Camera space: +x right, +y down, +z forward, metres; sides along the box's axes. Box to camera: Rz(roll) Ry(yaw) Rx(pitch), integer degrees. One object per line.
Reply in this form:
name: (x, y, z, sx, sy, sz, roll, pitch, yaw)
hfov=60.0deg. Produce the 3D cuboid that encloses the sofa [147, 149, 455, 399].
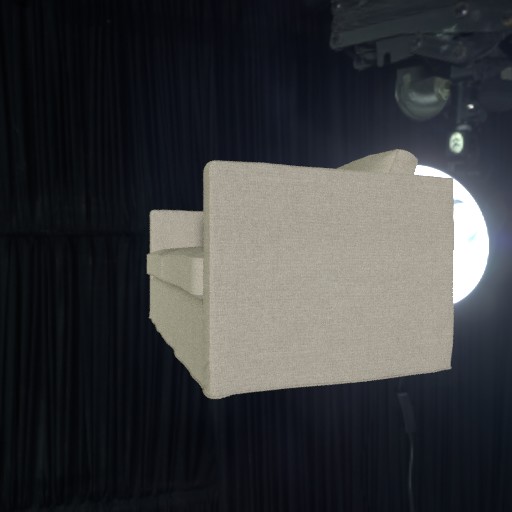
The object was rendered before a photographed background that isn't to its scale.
sofa: (0.000, 0.000, 2.272, 0.956, 0.828, 1.766, 0, 0, -19)
